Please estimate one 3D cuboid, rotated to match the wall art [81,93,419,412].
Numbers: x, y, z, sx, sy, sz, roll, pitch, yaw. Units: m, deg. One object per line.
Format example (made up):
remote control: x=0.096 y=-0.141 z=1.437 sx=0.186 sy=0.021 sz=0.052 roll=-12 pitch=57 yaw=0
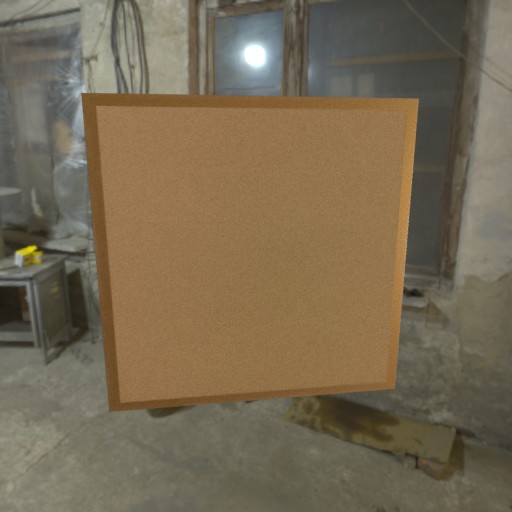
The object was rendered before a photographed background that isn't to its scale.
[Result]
wall art: x=0.000 y=0.000 z=0.452 sx=0.306 sy=0.305 sz=0.038 roll=-2 pitch=14 yaw=-8
